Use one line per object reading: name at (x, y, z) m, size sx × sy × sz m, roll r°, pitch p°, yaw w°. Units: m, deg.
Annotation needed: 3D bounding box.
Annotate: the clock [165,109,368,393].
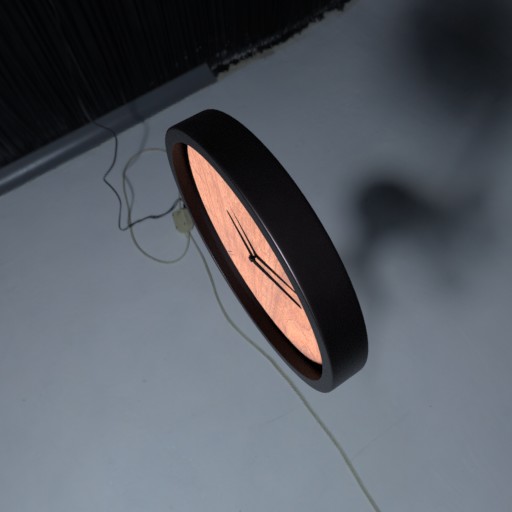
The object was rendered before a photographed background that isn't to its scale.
clock at (0.000, 0.000, 0.478) m, size 0.040 × 0.314 × 0.314 m, roll -31°, pitch 69°, yaw -13°
